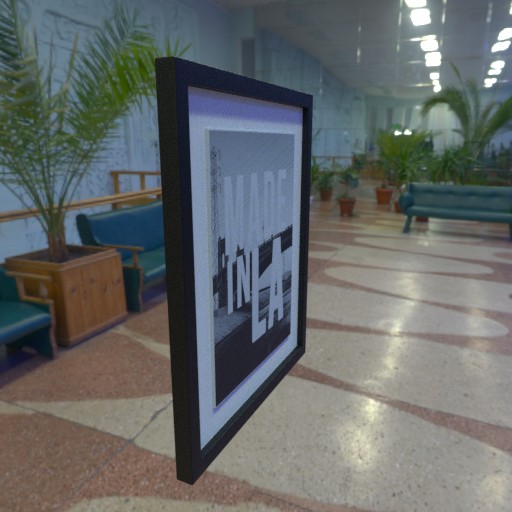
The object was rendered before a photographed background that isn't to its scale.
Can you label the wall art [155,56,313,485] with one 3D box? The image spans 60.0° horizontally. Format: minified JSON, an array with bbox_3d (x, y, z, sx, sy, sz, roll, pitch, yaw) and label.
[{"bbox_3d":[0.000,0.000,0.757,0.028,0.559,0.457,7,16,25],"label":"wall art"}]
